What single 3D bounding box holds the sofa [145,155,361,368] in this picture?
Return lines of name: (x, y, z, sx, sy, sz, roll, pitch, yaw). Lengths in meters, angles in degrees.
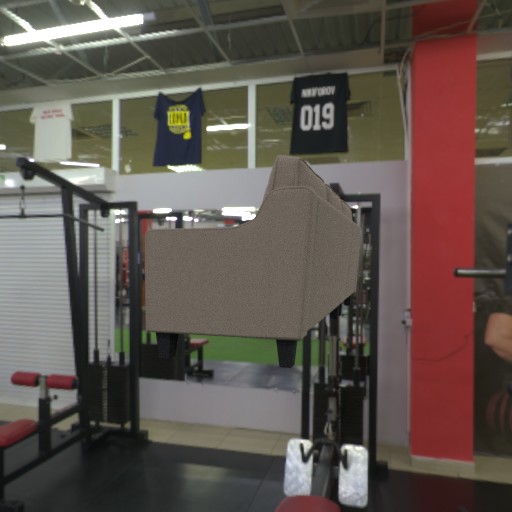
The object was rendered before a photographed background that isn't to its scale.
sofa: (0.000, 0.000, 3.176, 1.294, 0.928, 2.561, 0, 0, 18)
